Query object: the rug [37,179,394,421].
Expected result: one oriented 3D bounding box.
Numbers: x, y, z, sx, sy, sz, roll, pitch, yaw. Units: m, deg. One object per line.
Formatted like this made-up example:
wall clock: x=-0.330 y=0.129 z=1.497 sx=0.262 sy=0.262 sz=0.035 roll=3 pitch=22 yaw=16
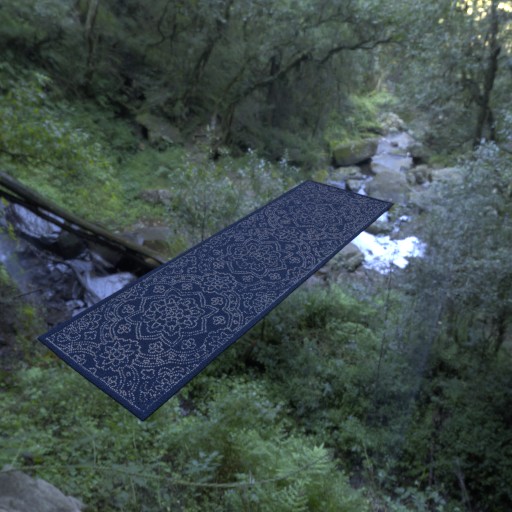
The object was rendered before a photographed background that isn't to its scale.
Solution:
rug: x=0.000 y=0.000 z=2.730 sx=0.769 sy=0.012 sz=2.448 roll=22 pitch=39 yaw=31
